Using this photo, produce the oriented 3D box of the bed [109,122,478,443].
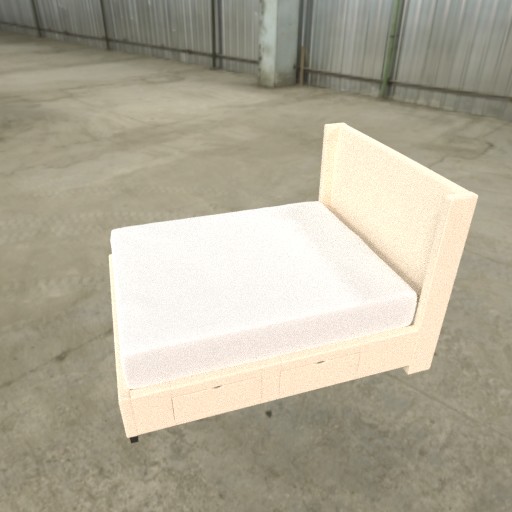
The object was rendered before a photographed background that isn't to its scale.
[{"bbox_3d":[0.000,0.000,3.485,2.280,1.471,1.765,-9,33,-15],"label":"bed"}]
